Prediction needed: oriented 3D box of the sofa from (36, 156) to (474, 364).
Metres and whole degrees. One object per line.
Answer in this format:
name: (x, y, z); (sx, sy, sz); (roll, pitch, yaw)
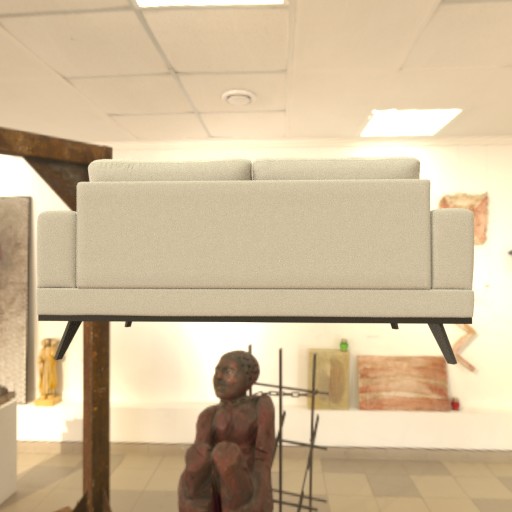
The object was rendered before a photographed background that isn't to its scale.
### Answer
sofa: (0.000, 0.000, 2.106); (1.650, 0.810, 0.920); (0, 0, 3)
